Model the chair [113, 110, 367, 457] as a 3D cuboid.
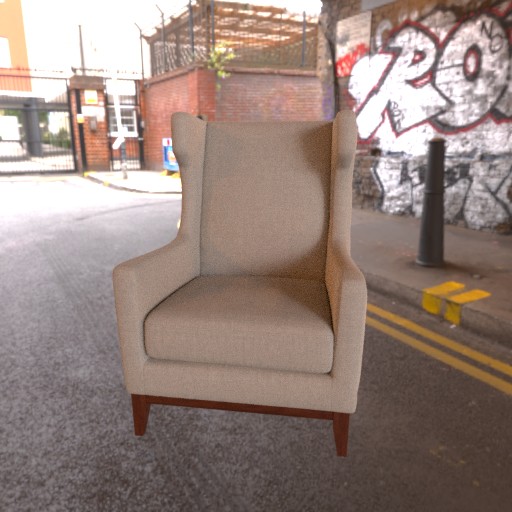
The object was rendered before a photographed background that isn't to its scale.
[{"bbox_3d":[0.000,0.000,1.701,0.778,1.079,0.899,2,15,8],"label":"chair"}]
